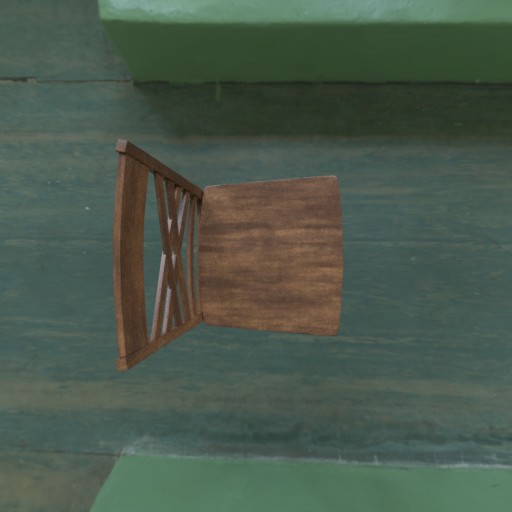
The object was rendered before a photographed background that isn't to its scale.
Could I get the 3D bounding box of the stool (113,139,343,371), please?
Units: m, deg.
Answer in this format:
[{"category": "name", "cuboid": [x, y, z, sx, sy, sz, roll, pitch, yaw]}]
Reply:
[{"category": "stool", "cuboid": [0.000, 0.000, 1.361, 0.487, 1.105, 0.433, 0, 90, 3]}]
